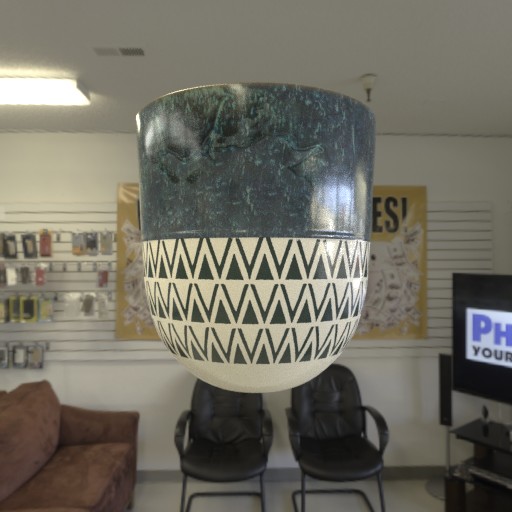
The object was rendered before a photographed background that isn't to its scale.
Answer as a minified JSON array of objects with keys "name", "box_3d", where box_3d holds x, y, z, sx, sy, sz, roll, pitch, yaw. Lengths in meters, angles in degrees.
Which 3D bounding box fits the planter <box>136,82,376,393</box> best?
[{"name":"planter","box_3d":[0.000,0.000,0.371,0.195,0.214,0.195,0,-1,0]}]
